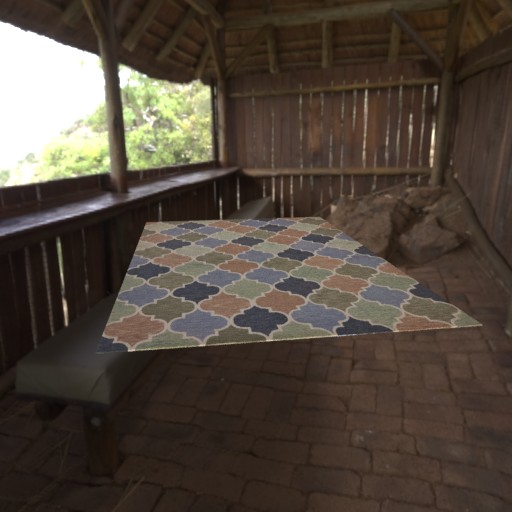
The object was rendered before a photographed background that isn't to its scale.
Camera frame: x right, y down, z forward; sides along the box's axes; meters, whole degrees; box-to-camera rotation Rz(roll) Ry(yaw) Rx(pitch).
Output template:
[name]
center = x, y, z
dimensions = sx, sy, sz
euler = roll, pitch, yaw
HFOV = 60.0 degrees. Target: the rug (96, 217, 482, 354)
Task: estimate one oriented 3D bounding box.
[rug]
center = 0.000, 0.000, 2.787
dimensions = 1.521, 0.006, 2.284
euler = -3, 16, -9
